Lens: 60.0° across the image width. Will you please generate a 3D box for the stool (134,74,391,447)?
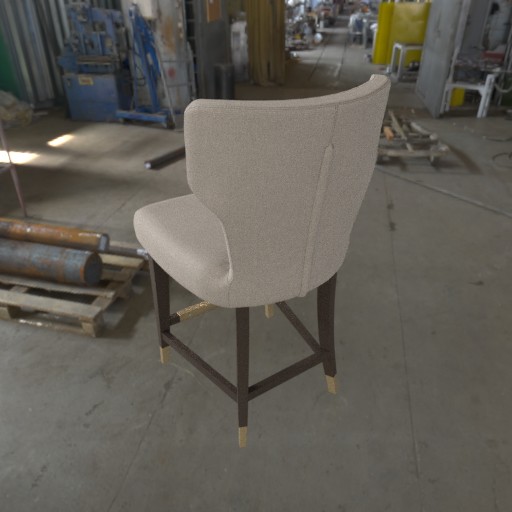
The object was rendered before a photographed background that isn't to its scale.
[{"bbox_3d":[0.000,0.000,1.280,0.527,0.982,0.563,-19,36,-28],"label":"stool"}]
